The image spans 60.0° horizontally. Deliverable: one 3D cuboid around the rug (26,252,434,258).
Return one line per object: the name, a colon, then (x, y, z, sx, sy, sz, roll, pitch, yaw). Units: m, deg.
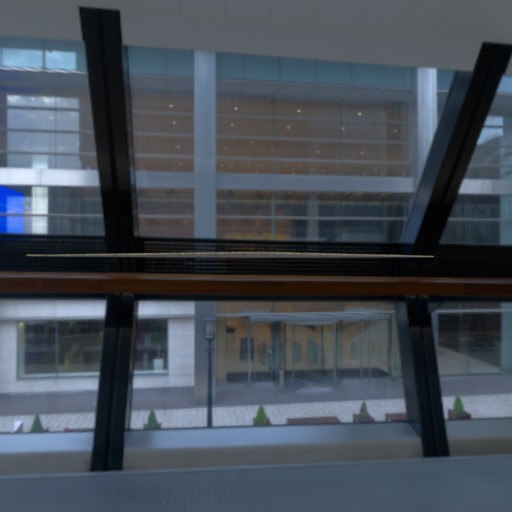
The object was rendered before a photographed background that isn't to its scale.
rug: (0.000, 0.000, 4.277, 2.437, 0.014, 3.201, 0, -1, 37)
